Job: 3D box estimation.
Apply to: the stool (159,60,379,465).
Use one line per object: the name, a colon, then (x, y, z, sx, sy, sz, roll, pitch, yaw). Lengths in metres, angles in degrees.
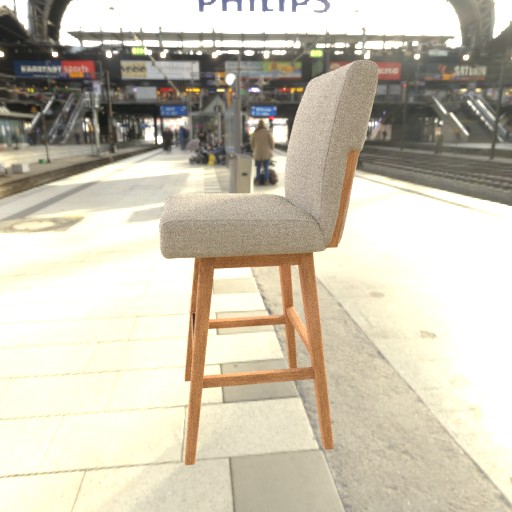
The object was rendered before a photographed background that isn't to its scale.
stool: (0.000, 0.000, 1.398, 0.569, 1.106, 0.483, -2, 16, -9)
